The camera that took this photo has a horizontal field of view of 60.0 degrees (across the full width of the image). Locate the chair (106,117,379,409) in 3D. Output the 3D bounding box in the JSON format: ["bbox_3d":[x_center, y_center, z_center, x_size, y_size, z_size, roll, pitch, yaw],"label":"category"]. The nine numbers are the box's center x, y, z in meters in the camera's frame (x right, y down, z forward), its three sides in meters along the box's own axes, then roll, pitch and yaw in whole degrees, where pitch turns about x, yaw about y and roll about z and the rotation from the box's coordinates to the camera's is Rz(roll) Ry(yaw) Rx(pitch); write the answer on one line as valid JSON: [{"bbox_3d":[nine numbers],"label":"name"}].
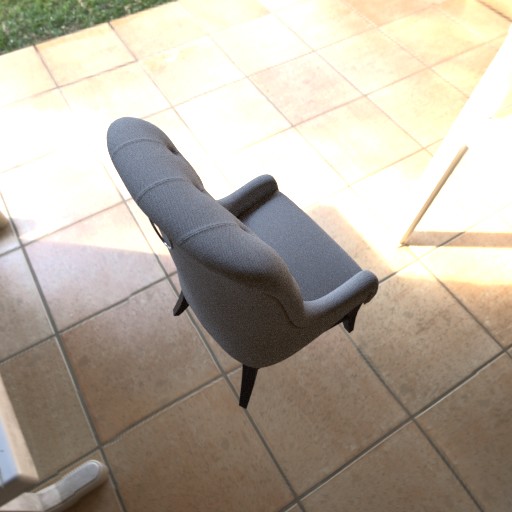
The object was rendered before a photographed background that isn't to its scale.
[{"bbox_3d":[0.000,0.000,1.470,0.629,1.091,0.634,-33,64,-19],"label":"chair"}]
